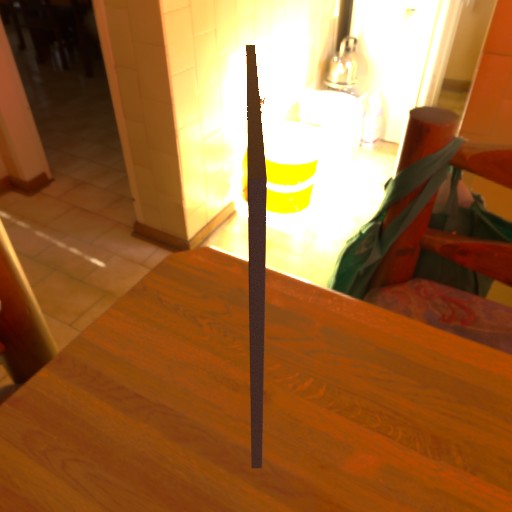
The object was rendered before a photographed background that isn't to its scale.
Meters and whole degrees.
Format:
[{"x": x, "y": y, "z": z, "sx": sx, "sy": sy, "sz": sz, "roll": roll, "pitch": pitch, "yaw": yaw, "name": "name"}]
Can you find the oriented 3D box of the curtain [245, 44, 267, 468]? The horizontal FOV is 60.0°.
[{"x": 0.000, "y": 0.000, "z": 0.794, "sx": 0.027, "sy": 0.585, "sz": 0.483, "roll": -1, "pitch": 39, "yaw": -1, "name": "curtain"}]
